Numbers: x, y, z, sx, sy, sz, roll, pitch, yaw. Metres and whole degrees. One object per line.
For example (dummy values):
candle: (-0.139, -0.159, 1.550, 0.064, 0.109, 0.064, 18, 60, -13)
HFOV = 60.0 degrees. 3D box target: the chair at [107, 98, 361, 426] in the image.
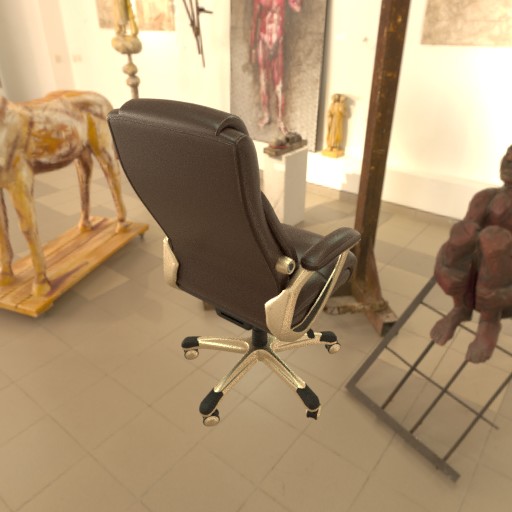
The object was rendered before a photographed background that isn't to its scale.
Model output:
chair: (0.000, 0.000, 1.648, 0.692, 1.194, 0.749, 21, 36, 32)
